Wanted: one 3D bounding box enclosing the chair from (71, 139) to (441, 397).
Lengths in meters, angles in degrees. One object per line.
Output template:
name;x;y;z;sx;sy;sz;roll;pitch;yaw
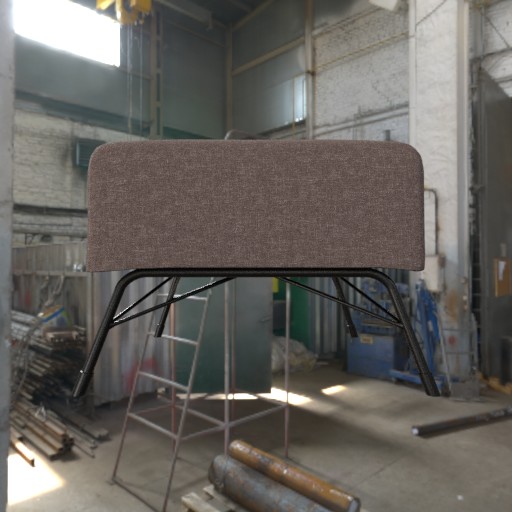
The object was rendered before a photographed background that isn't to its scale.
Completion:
chair;0.000;0.000;0.898;0.530;0.410;0.530;0;-1;0
